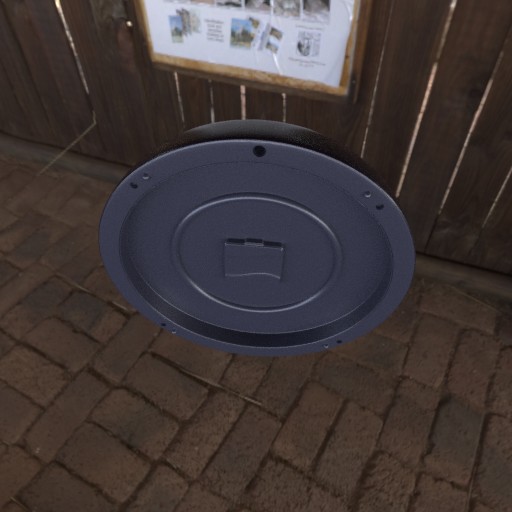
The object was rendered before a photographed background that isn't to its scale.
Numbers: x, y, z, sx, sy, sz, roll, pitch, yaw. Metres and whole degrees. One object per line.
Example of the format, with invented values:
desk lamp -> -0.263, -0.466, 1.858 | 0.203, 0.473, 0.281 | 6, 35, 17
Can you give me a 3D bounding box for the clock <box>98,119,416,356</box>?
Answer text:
clock -> 0.000, 0.000, 0.447 | 0.300, 0.300, 0.060 | 4, 47, 4
